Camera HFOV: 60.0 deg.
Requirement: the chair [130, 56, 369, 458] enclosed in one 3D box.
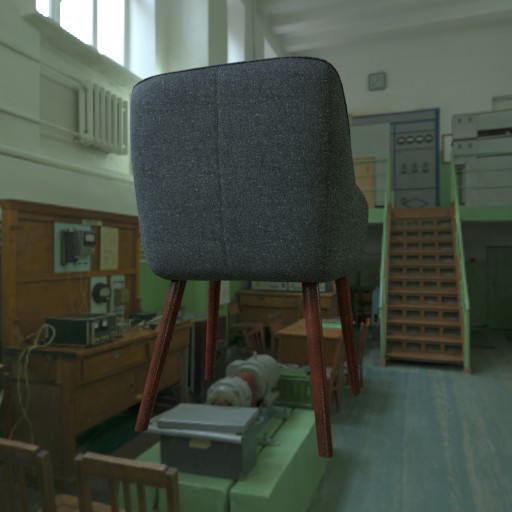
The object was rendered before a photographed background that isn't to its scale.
[{"bbox_3d":[0.000,0.000,1.156,0.543,0.803,0.519,0,0,18],"label":"chair"}]
